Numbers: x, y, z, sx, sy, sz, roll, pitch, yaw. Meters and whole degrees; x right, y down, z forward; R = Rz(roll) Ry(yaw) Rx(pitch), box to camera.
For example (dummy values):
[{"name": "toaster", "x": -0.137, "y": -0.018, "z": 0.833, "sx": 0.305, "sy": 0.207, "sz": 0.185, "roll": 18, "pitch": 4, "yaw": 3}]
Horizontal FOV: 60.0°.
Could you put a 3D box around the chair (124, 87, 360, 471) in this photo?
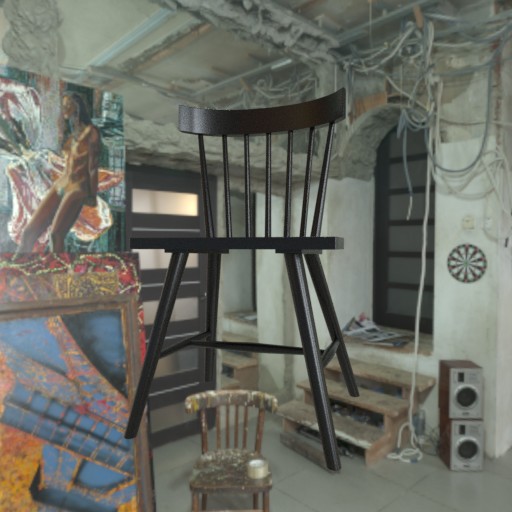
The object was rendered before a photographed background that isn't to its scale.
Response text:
[{"name": "chair", "x": 0.000, "y": 0.000, "z": 1.176, "sx": 0.506, "sy": 0.844, "sz": 0.483, "roll": 0, "pitch": 1, "yaw": 18}]
